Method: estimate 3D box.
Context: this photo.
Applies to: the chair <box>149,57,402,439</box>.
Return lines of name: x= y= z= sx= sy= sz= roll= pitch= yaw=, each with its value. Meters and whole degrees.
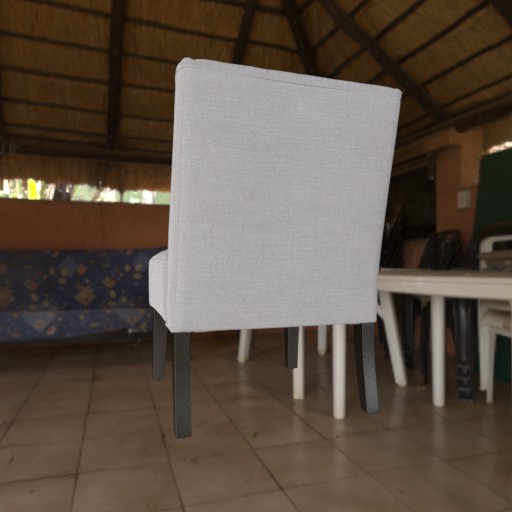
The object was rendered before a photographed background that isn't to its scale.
chair: x=0.000 y=0.000 z=1.323 sx=0.569 sy=0.853 sz=0.676 roll=0 pitch=-1 yaw=-19
